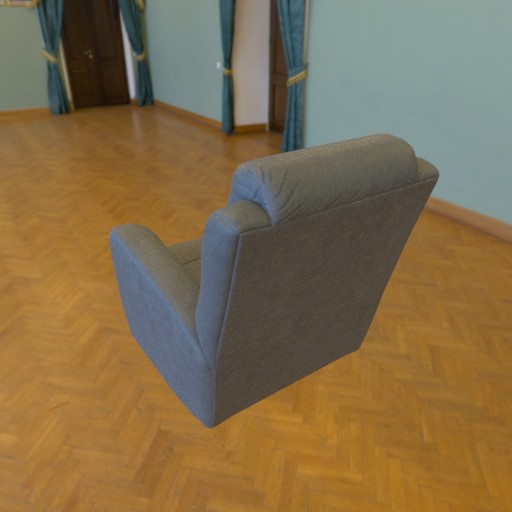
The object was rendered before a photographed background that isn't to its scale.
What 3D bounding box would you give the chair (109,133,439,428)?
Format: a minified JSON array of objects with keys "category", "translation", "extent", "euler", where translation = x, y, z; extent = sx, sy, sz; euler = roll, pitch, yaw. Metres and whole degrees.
[{"category":"chair","translation":[0.000,0.000,1.900],"extent":[0.967,1.116,1.068],"euler":[-18,33,-30]}]
